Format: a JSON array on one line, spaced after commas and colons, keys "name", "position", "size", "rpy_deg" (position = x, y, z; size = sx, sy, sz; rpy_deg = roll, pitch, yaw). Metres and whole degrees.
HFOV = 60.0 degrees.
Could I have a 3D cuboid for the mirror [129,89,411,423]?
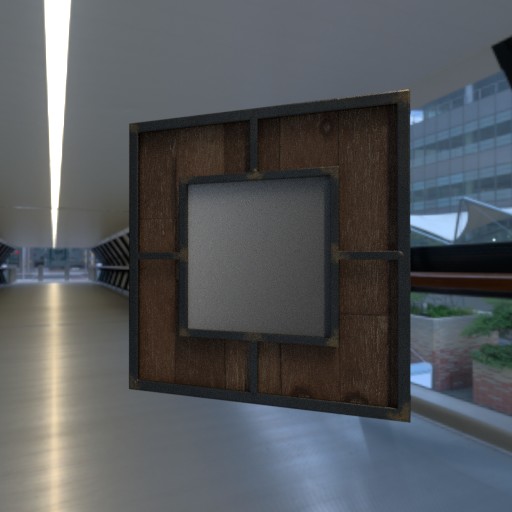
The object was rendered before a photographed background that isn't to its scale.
[{"name": "mirror", "position": [0.000, 0.000, 0.579], "size": [0.382, 0.381, 0.020], "rpy_deg": [0, 0, 20]}]
